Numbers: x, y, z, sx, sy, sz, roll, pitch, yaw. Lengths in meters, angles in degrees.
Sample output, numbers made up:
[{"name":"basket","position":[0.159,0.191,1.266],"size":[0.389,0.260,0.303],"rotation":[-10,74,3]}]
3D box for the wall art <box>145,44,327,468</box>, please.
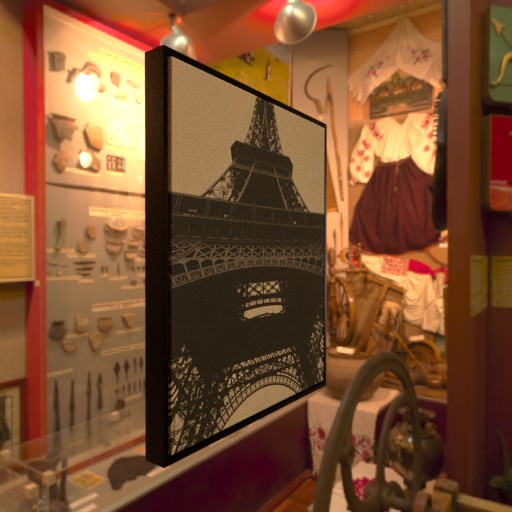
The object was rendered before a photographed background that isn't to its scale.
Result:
[{"name":"wall art","position":[0.000,0.000,0.769],"size":[0.039,0.553,0.451],"rotation":[0,1,37]}]
